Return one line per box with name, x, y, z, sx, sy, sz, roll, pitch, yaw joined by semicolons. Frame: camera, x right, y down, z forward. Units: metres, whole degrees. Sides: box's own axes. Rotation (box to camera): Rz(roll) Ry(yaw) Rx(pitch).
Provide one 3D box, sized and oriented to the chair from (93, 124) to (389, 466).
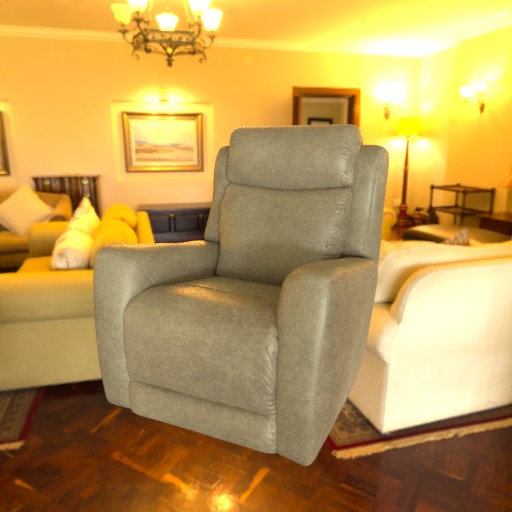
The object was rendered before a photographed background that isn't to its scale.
chair;0.000;0.000;1.915;0.967;1.116;1.068;7;15;25
